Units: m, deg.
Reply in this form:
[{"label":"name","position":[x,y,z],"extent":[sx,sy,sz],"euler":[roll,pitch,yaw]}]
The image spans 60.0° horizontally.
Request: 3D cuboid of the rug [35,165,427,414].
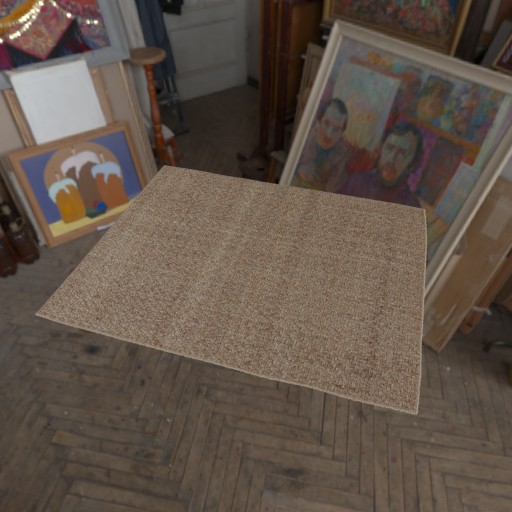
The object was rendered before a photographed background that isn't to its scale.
[{"label":"rug","position":[0.000,0.000,4.140],"extent":[3.048,0.013,2.439],"euler":[12,44,12]}]
